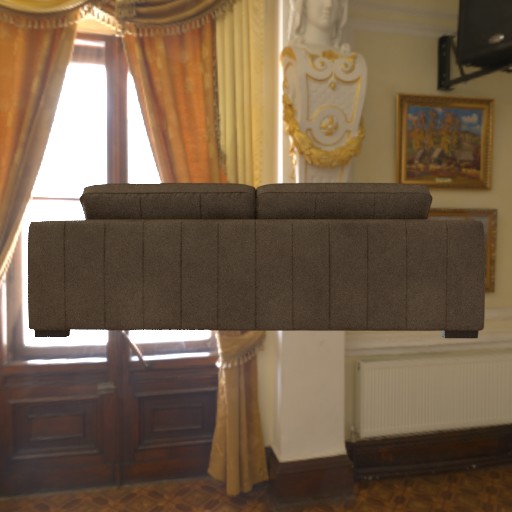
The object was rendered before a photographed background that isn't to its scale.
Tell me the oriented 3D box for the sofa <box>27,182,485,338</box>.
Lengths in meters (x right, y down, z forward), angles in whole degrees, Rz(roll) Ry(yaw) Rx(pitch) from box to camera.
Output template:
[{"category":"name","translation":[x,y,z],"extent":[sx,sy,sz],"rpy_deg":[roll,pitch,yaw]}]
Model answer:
[{"category":"sofa","translation":[0.000,0.000,2.689],"extent":[2.262,0.801,1.070],"rpy_deg":[0,1,0]}]
